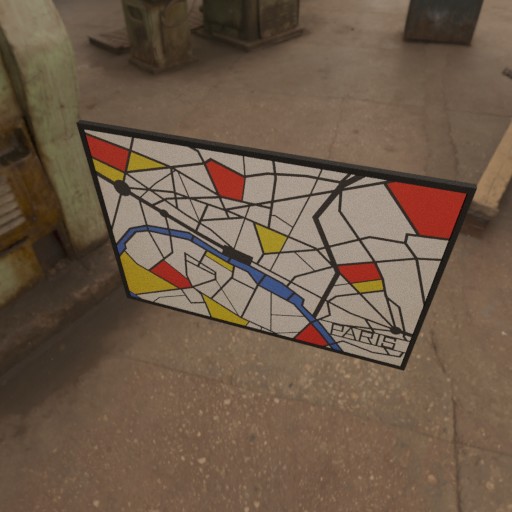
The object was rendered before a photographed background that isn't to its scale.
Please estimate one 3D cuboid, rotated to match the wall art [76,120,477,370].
[{"bbox_3d":[0.000,0.000,0.865,0.664,0.458,0.013,12,44,13],"label":"wall art"}]
